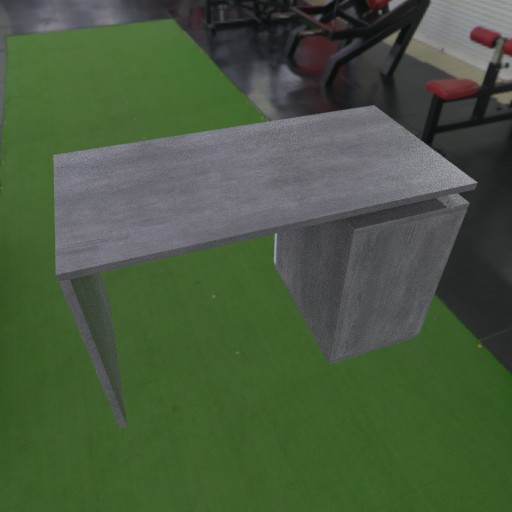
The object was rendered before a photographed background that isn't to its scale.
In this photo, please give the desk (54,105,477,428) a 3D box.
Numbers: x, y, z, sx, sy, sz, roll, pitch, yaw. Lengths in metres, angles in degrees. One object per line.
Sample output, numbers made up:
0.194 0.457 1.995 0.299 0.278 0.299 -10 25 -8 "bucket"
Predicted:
0.000 0.000 1.639 1.200 0.740 0.600 -13 43 -14 "desk"
